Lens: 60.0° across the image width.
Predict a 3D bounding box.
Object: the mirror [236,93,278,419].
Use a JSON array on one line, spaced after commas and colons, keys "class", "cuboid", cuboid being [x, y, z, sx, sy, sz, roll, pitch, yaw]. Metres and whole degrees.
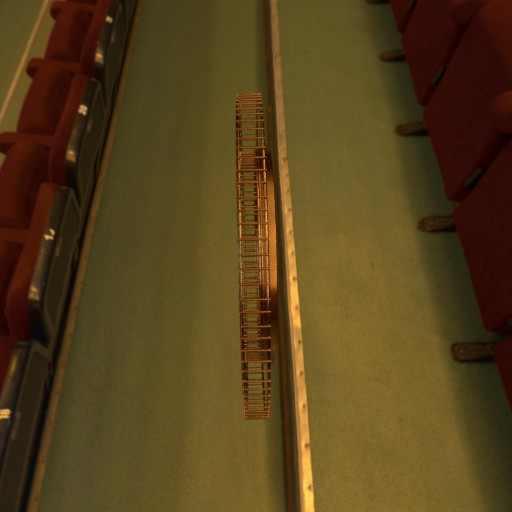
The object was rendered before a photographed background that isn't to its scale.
[{"class": "mirror", "cuboid": [0.000, 0.000, 1.017, 0.067, 0.703, 0.703, -1, 60, -1]}]
